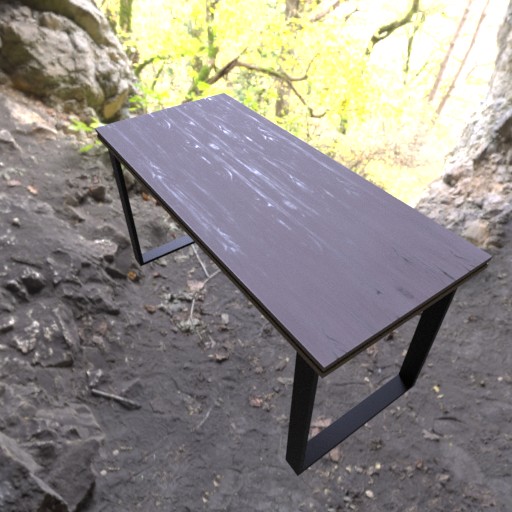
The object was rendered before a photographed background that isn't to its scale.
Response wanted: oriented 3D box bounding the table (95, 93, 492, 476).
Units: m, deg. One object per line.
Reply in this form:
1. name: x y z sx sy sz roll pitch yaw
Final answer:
1. table: 0.000 0.000 2.240 0.795 0.899 1.778 -25 48 -25
